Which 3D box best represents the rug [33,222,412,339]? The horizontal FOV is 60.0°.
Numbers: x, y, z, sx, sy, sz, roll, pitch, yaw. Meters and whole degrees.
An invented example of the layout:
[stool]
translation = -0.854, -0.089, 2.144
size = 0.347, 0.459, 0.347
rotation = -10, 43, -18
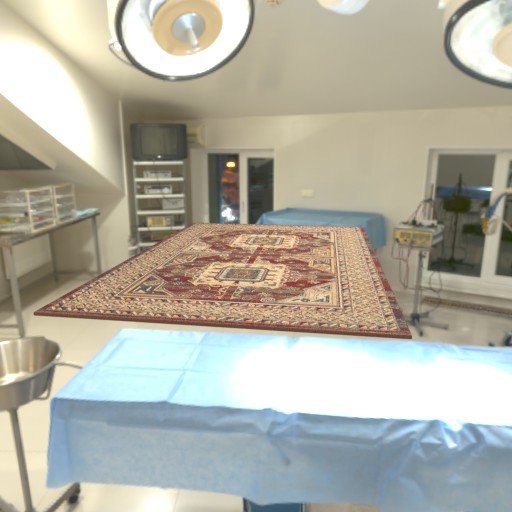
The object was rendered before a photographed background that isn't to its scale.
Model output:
[rug]
translation = 0.000, 0.000, 5.656
size = 3.033, 0.033, 4.578
rotation = 2, 14, 9
